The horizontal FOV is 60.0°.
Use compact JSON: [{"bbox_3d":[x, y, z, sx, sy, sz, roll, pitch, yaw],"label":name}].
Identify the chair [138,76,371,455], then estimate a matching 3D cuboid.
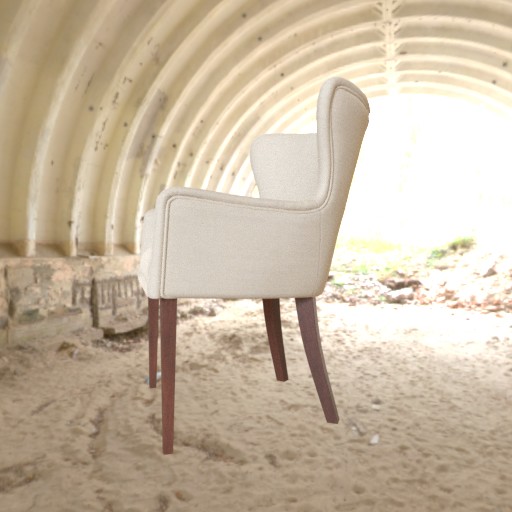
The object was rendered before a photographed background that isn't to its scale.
[{"bbox_3d":[0.000,0.000,1.484,0.744,0.990,0.696,0,1,-17],"label":"chair"}]
